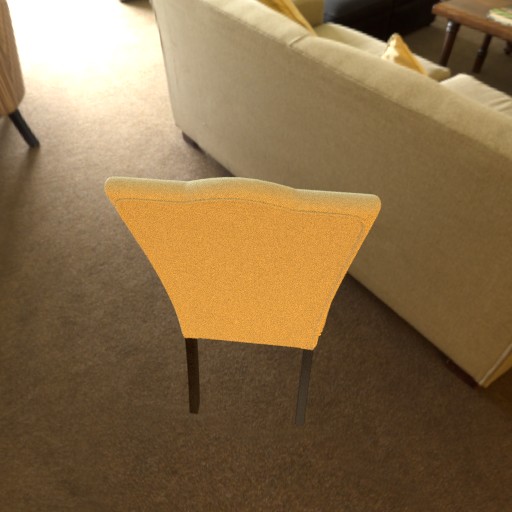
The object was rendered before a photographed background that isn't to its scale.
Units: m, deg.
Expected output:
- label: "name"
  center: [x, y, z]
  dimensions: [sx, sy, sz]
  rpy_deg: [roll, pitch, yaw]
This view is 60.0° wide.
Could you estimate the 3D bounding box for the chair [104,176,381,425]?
- label: "chair"
  center: [0.000, 0.000, 1.285]
  dimensions: [0.518, 0.946, 0.589]
  rpy_deg: [5, 48, 4]
